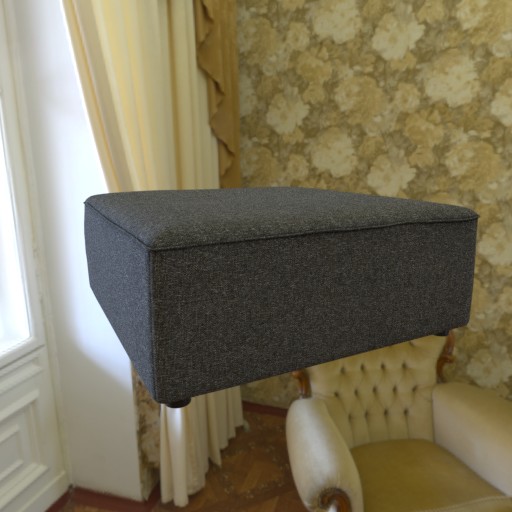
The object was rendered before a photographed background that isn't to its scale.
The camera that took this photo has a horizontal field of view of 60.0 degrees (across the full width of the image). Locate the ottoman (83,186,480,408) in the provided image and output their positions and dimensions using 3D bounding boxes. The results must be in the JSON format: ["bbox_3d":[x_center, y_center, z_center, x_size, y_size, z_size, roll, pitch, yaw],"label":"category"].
[{"bbox_3d":[0.000,0.000,1.545,1.017,0.423,1.021,-7,14,-27],"label":"ottoman"}]
